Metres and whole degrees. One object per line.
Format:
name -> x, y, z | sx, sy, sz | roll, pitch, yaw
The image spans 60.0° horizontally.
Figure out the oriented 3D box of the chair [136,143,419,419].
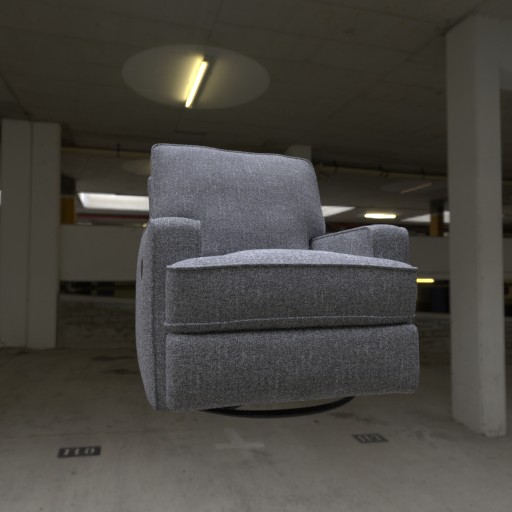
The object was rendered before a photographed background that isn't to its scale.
chair -> 0.000, 0.000, 1.674 | 0.861, 0.962, 0.964 | 1, -2, -17
